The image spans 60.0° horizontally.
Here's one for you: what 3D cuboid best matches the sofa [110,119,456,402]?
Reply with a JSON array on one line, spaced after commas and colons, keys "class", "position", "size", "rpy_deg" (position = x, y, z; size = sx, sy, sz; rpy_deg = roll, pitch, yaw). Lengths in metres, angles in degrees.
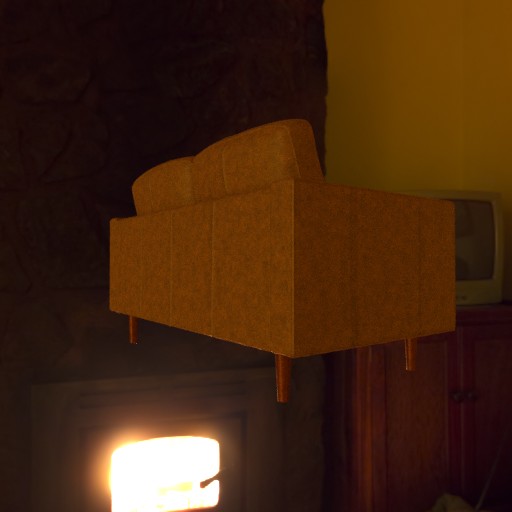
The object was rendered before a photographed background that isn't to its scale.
[{"class": "sofa", "position": [0.000, 0.000, 2.163], "size": [0.909, 0.951, 1.578], "rpy_deg": [1, -1, -37]}]
